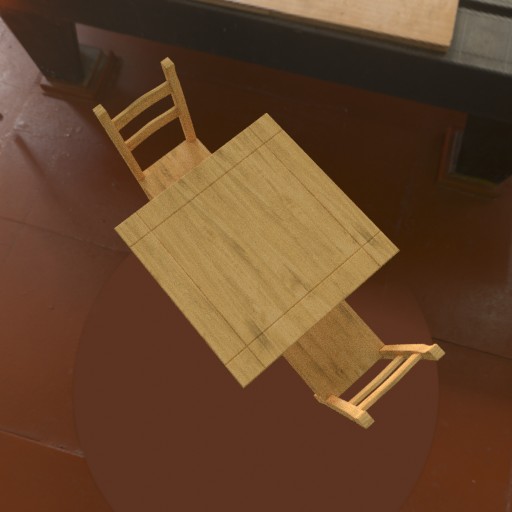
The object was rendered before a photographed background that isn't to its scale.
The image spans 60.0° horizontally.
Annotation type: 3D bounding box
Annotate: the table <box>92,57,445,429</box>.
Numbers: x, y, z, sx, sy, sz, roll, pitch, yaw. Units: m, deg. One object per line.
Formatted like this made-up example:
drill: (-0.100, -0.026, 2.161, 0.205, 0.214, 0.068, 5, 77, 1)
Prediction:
table: (0.000, 0.000, 2.031, 0.813, 0.942, 1.501, -39, 79, -9)
